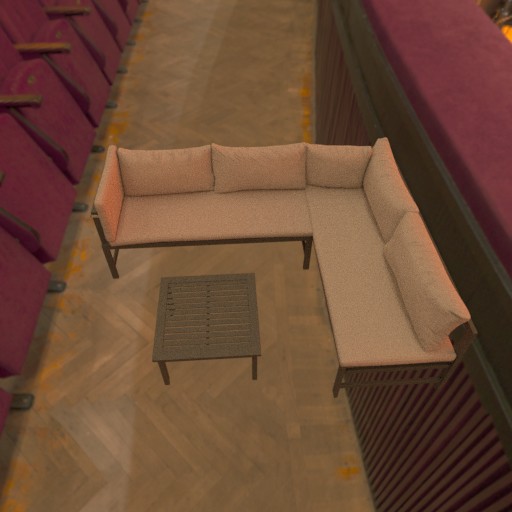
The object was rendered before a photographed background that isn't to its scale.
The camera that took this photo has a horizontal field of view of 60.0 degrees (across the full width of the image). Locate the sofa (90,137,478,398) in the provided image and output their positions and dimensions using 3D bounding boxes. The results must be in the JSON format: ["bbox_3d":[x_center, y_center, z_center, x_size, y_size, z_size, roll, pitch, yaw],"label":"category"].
[{"bbox_3d":[0.000,0.000,2.894,2.096,0.758,1.658,-3,47,-2],"label":"sofa"}]
